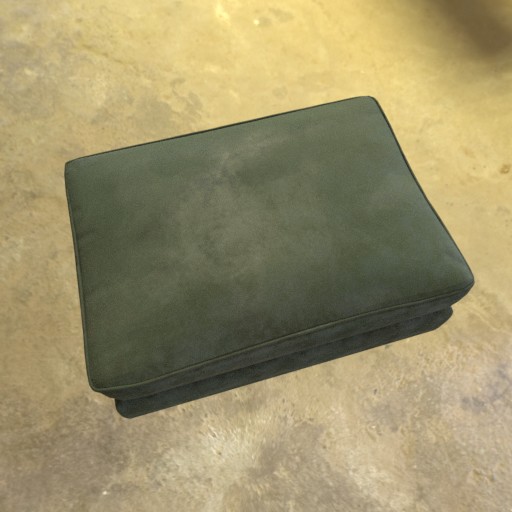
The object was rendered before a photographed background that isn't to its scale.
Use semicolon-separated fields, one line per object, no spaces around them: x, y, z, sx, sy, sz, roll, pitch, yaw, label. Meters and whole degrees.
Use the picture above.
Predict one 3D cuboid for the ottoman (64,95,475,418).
0.000;0.000;1.221;0.864;0.495;0.632;-14;65;-7;ottoman
